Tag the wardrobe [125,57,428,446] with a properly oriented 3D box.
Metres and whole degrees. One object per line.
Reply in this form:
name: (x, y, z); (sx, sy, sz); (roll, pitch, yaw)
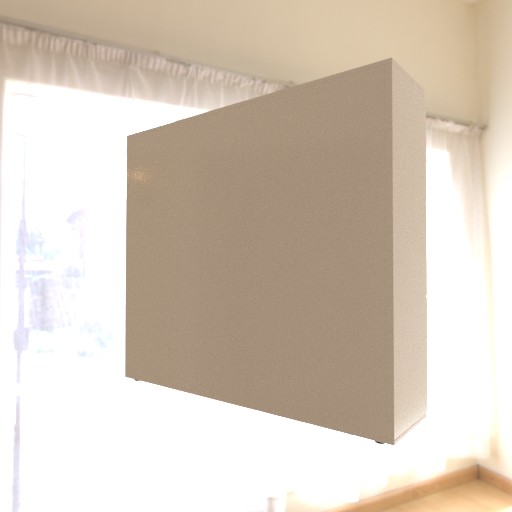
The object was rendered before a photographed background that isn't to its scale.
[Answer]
wardrobe: (0.000, 0.000, 1.905); (1.340, 1.200, 0.360); (-1, -1, 38)
